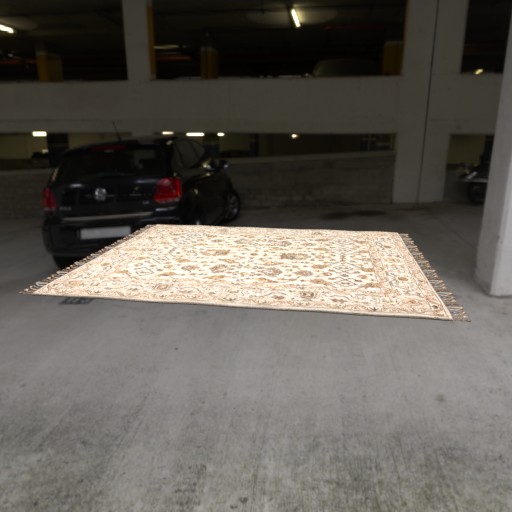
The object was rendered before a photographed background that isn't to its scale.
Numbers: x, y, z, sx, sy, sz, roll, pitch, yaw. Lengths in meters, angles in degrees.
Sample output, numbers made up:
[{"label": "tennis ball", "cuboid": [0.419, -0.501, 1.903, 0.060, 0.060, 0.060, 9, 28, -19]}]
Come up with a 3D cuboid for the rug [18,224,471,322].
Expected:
[{"label": "rug", "cuboid": [0.000, 0.000, 4.056, 3.061, 0.034, 2.426, 3, 16, 9]}]
